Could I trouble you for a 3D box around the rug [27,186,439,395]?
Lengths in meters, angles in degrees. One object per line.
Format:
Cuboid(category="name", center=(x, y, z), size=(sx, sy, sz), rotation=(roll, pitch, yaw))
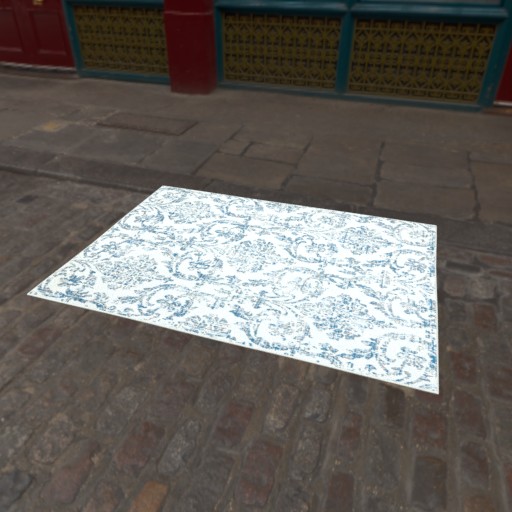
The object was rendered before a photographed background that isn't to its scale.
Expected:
Cuboid(category="rug", center=(0.000, 0.000, 2.837), size=(2.197, 0.014, 1.586), rotation=(10, 34, 16))
